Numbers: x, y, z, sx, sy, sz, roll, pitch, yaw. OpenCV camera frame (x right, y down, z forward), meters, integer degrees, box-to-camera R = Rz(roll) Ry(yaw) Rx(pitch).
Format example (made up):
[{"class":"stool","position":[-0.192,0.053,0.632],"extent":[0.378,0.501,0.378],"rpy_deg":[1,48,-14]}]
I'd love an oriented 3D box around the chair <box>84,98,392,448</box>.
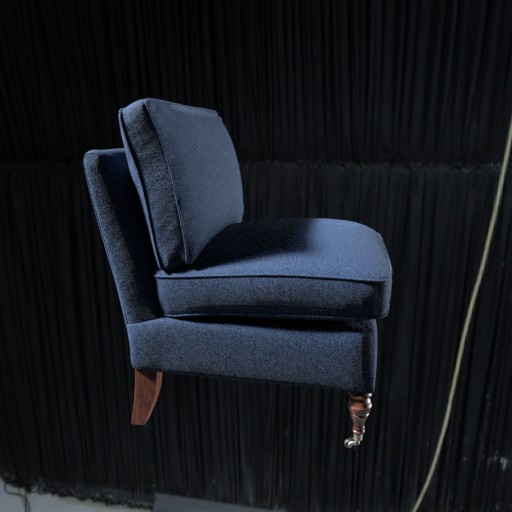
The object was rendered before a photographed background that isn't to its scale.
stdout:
[{"class":"chair","position":[0.000,0.000,1.623],"extent":[0.912,1.052,0.724],"rpy_deg":[3,15,11]}]
